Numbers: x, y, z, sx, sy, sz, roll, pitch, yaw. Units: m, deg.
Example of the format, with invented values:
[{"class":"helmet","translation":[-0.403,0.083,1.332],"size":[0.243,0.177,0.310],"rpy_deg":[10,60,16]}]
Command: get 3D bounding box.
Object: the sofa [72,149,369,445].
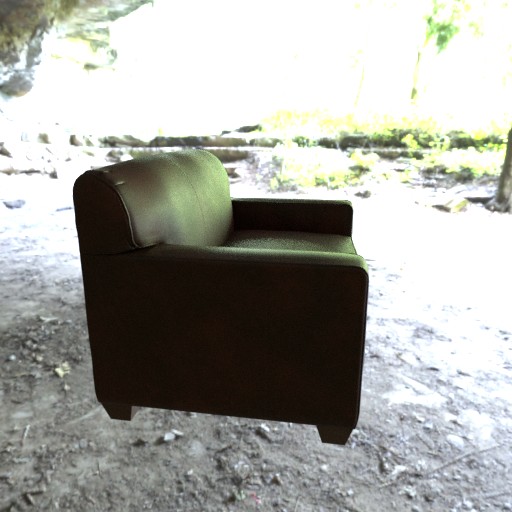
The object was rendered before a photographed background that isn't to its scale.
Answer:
[{"class":"sofa","translation":[0.000,0.000,2.092],"size":[1.000,0.956,1.413],"rpy_deg":[3,16,9]}]
